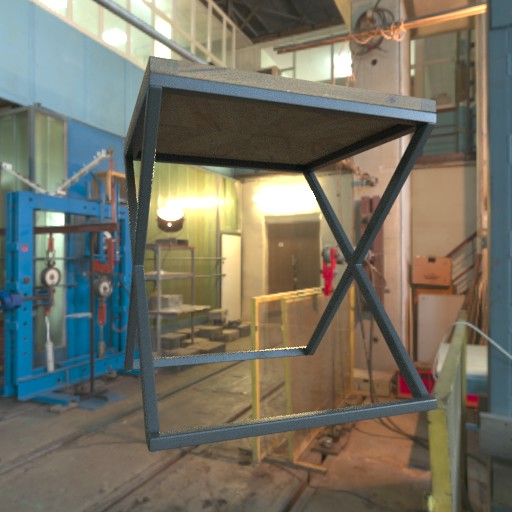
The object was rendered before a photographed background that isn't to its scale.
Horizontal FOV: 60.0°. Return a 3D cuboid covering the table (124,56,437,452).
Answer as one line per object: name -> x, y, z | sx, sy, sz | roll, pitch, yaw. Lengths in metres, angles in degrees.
table -> 0.000, 0.000, 0.926 | 0.499, 0.550, 0.498 | 0, 0, -20
